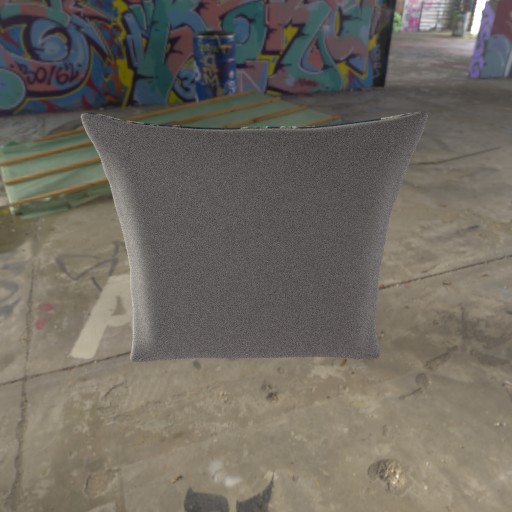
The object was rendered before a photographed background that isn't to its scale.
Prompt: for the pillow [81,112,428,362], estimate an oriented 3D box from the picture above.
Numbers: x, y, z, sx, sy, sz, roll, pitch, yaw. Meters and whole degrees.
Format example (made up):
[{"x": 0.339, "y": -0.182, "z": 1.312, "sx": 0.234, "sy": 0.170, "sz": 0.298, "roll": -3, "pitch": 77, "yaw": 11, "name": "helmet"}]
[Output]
[{"x": 0.000, "y": 0.000, "z": 0.800, "sx": 0.525, "sy": 0.508, "sz": 0.166, "roll": -1, "pitch": 30, "yaw": -1, "name": "pillow"}]
